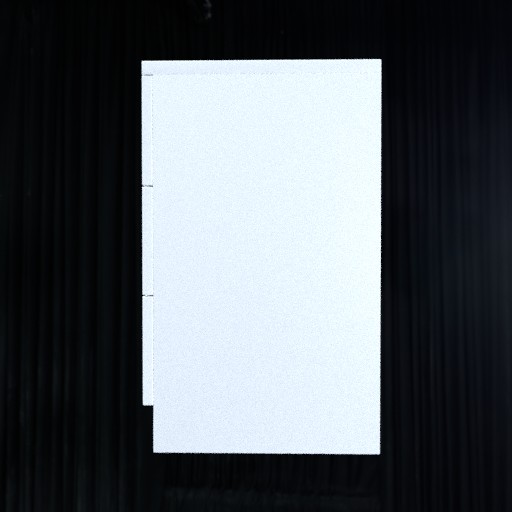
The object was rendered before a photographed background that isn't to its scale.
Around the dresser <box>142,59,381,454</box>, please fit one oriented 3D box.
[{"bbox_3d":[0.000,0.000,0.831,0.360,0.560,0.400,0,1,1],"label":"dresser"}]
